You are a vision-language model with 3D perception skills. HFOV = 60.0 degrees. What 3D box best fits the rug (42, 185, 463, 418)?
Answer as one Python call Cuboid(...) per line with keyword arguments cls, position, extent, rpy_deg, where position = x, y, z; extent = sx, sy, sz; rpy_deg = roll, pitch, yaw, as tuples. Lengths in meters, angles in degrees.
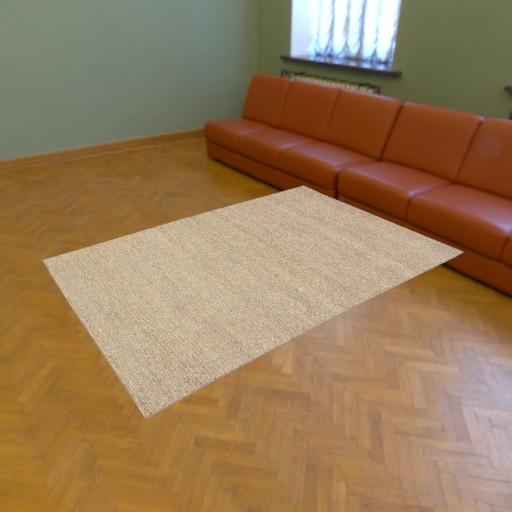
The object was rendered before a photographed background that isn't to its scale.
Cuboid(cls="rug", position=(0.000, 0.000, 2.973), extent=(2.342, 0.030, 1.609), rpy_deg=(-20, 35, -31))
